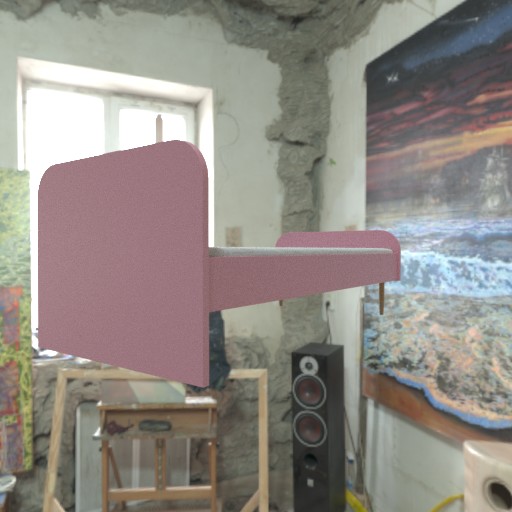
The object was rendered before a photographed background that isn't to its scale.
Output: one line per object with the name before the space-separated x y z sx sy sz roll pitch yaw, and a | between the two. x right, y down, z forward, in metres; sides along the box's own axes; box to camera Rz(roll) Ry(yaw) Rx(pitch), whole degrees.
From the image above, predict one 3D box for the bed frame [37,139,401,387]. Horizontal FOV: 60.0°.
bed frame | 0.000 0.000 2.488 0.998 0.805 1.963 1 1 36
